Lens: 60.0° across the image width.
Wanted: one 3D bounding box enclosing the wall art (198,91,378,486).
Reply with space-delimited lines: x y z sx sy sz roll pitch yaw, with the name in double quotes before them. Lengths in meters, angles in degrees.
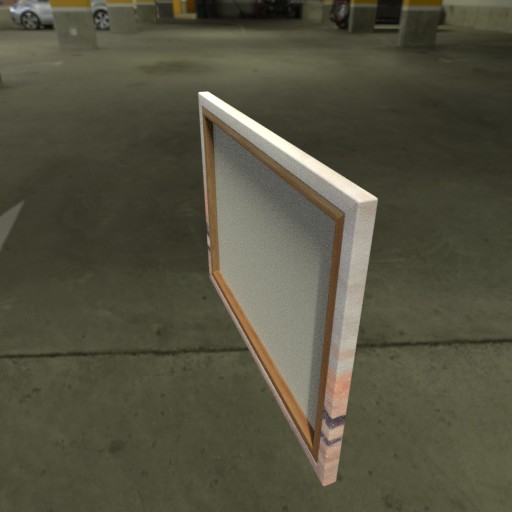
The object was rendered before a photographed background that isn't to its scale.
"wall art" 0.000 0.000 1.316 0.038 0.763 1.015 -11 32 -18
